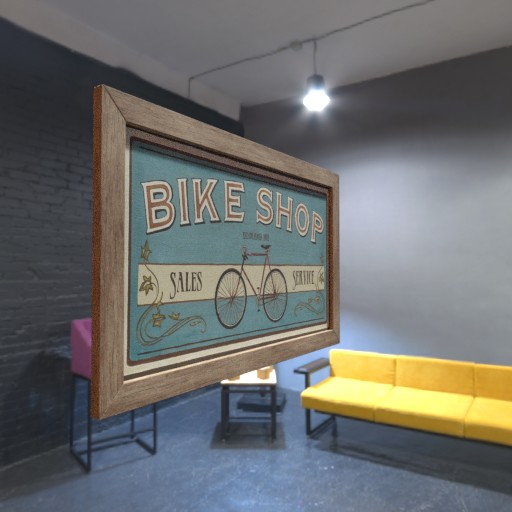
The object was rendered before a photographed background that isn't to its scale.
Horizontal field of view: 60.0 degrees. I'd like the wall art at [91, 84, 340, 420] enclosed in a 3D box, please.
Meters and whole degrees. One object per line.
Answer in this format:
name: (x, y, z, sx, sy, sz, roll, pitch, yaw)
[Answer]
wall art: (0.000, 0.000, 0.952, 0.021, 0.480, 0.780, -1, -2, 36)
